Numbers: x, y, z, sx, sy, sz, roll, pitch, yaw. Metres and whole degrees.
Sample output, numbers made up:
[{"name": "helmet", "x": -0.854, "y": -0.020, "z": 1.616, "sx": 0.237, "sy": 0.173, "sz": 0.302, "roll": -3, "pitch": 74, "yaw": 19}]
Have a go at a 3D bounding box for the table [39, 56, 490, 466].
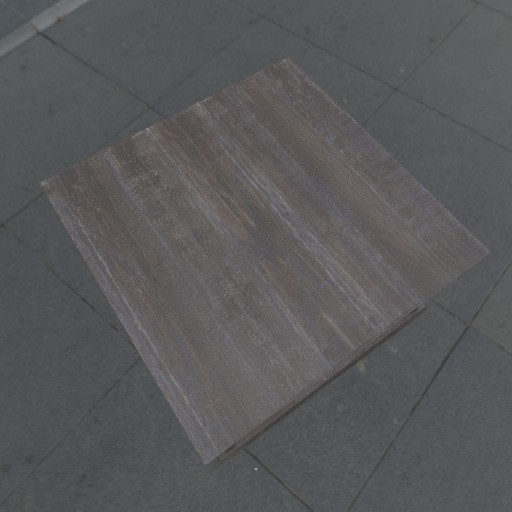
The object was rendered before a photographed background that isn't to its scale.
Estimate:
[{"name": "table", "x": 0.000, "y": 0.000, "z": 1.133, "sx": 0.696, "sy": 0.400, "sz": 0.696, "roll": -32, "pitch": 69, "yaw": -14}]
